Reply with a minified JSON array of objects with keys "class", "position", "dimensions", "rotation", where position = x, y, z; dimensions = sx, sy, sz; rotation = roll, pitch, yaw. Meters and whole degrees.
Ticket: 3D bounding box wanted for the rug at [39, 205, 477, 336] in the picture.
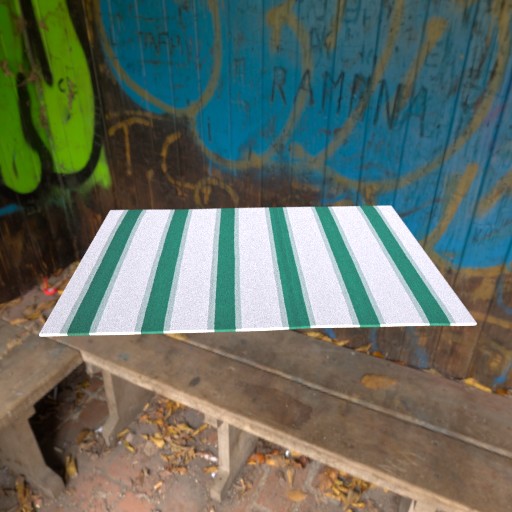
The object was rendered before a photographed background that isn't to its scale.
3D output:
[{"class":"rug","position":[0.000,0.000,2.366],"dimensions":[1.829,0.012,1.210],"rotation":[-1,31,-2]}]
